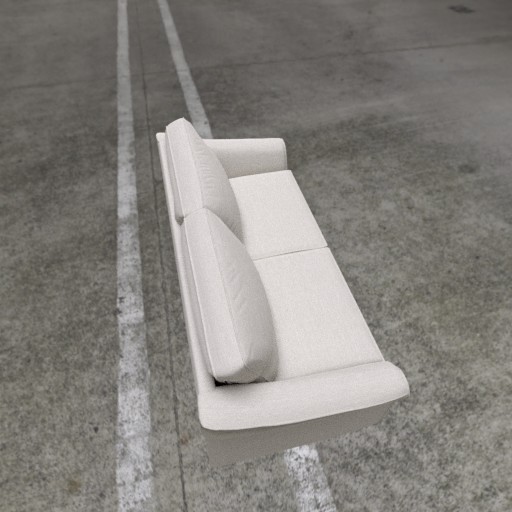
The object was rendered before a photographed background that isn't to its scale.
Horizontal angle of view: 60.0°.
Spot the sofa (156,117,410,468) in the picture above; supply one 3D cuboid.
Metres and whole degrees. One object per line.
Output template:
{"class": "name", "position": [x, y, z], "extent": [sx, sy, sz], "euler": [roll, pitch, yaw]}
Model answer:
{"class": "sofa", "position": [0.000, 0.000, 2.755], "extent": [0.980, 0.965, 2.270], "euler": [-10, 47, -9]}
